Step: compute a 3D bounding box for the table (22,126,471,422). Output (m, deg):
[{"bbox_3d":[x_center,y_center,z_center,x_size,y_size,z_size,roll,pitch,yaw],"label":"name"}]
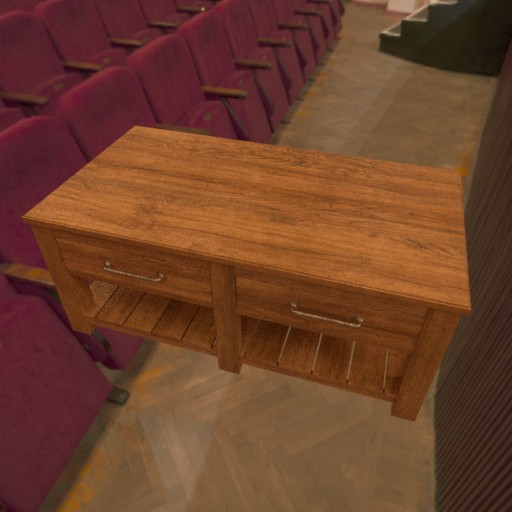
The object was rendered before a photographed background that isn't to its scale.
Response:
[{"bbox_3d":[0.000,0.000,1.448,1.150,0.480,0.635,11,41,13],"label":"table"}]
